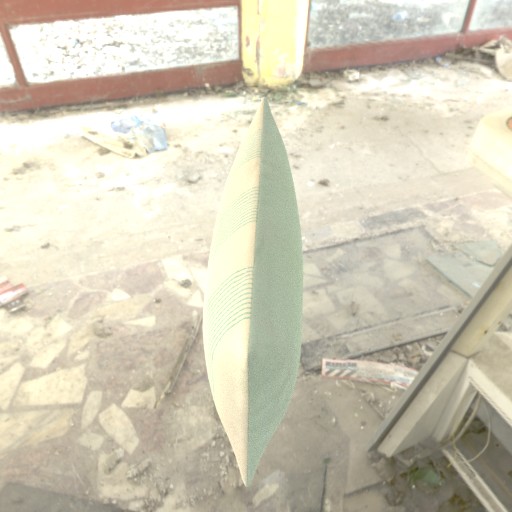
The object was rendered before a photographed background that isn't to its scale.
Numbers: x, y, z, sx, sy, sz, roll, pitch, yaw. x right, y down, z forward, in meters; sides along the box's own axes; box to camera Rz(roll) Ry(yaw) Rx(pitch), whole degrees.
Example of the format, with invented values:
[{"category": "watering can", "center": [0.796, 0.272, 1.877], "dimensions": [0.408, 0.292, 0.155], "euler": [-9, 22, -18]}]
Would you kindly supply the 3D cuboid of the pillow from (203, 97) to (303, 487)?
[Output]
[{"category": "pillow", "center": [0.000, 0.000, 0.722], "dimensions": [0.151, 0.287, 0.610], "euler": [1, 41, 2]}]
